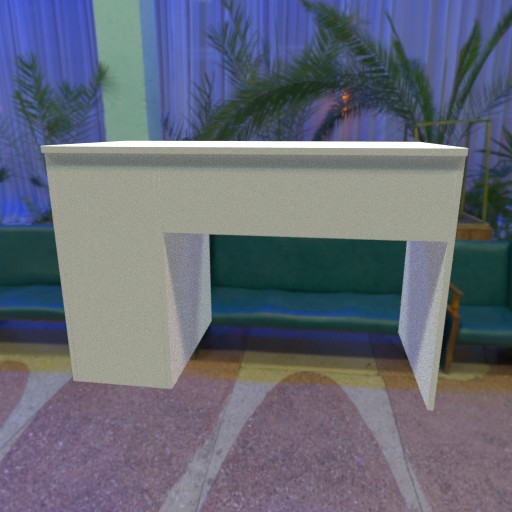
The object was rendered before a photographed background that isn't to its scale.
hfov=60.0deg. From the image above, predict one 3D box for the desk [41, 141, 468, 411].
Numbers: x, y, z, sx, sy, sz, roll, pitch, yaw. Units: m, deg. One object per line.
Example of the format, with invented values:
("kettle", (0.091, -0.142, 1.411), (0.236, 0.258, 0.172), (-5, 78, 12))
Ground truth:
("desk", (0.000, 0.000, 1.486), (1.096, 0.730, 0.560), (2, 16, 8))
